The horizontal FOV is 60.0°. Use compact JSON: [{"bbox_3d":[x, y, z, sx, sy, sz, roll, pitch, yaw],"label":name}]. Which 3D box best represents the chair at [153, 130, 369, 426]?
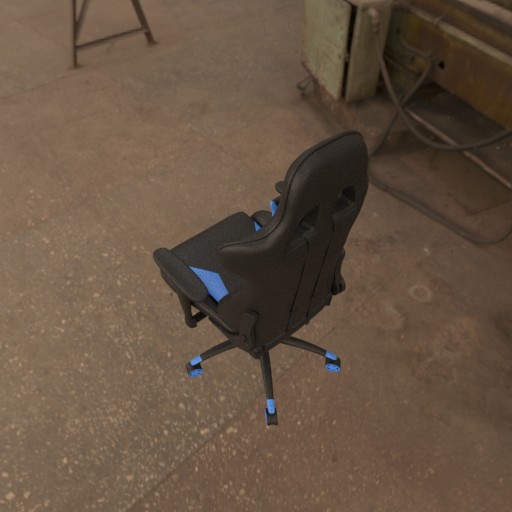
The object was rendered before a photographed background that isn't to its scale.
[{"bbox_3d":[0.000,0.000,1.679,0.695,1.282,0.730,-32,55,-26],"label":"chair"}]
